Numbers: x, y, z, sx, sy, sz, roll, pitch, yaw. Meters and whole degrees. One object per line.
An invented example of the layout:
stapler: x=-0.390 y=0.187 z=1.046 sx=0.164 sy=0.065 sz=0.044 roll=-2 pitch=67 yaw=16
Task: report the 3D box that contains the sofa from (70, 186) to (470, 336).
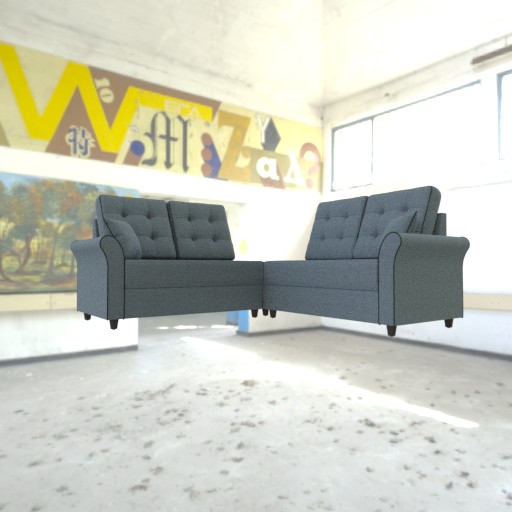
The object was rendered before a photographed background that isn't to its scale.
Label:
sofa: x=0.000 y=0.000 z=3.218 sx=2.068 sy=0.988 sz=2.070 roll=1 pitch=-2 yaw=-36
